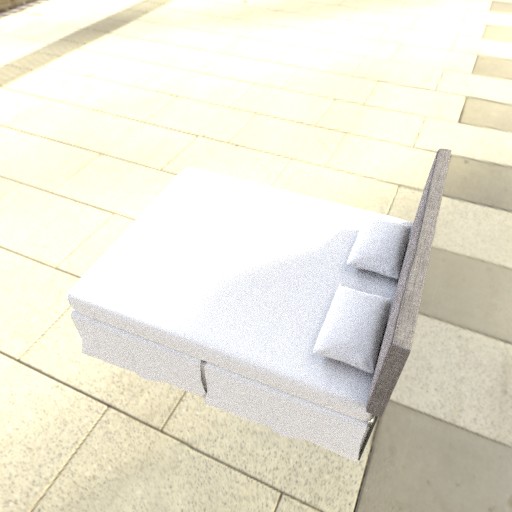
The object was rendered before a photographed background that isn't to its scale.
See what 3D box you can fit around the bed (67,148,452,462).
[{"bbox_3d":[0.000,0.000,2.901,1.958,1.168,1.621,17,47,16],"label":"bed"}]
